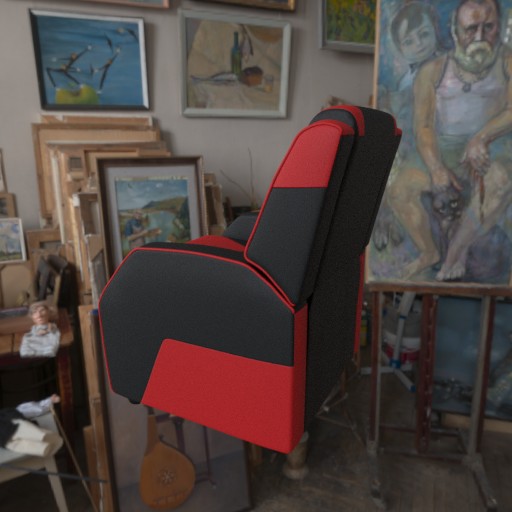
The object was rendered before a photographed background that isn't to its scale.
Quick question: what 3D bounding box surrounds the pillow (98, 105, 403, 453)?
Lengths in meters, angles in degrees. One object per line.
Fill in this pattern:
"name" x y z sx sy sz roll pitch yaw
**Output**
"pillow" 0.000 0.000 1.291 0.672 0.805 0.620 8 17 26
